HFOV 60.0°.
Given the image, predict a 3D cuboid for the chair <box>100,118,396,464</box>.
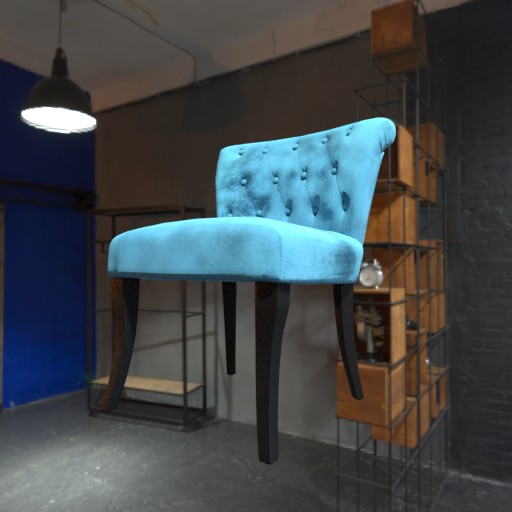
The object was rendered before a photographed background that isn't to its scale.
[{"bbox_3d":[0.000,0.000,1.167,0.582,0.750,0.605,-1,-1,36],"label":"chair"}]
